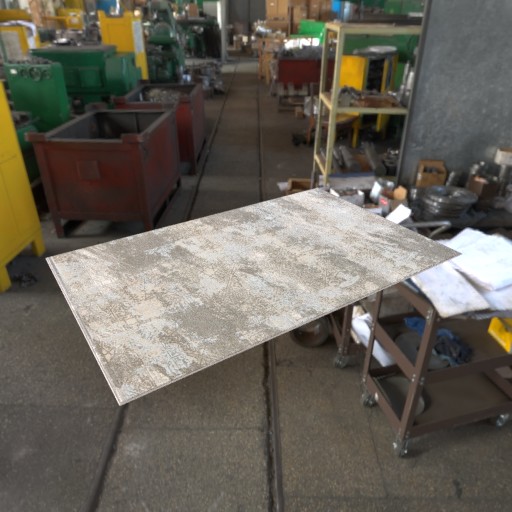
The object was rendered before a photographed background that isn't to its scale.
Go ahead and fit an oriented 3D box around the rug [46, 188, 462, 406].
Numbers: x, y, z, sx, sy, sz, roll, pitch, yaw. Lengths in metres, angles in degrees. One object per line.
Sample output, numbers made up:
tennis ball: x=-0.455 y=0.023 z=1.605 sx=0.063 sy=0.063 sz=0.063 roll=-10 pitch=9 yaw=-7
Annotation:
rug: x=0.000 y=0.000 z=3.058 sx=2.431 sy=0.012 sz=1.536 roll=-18 pitch=34 yaw=-29
